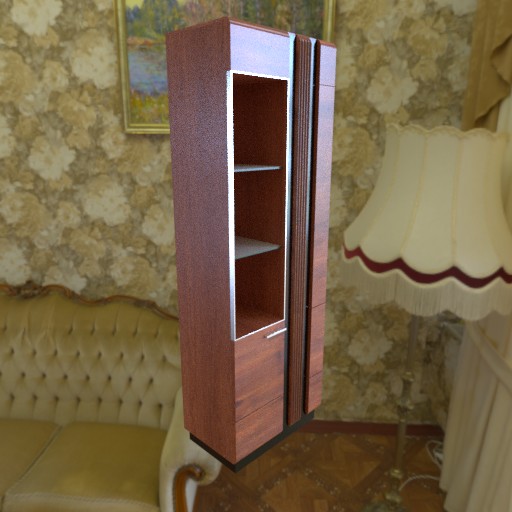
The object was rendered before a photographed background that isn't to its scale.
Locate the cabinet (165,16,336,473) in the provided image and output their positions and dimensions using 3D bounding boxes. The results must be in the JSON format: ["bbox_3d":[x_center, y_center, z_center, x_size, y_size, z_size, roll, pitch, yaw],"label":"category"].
[{"bbox_3d":[0.000,0.000,2.199,0.420,1.980,0.660,14,21,43],"label":"cabinet"}]
